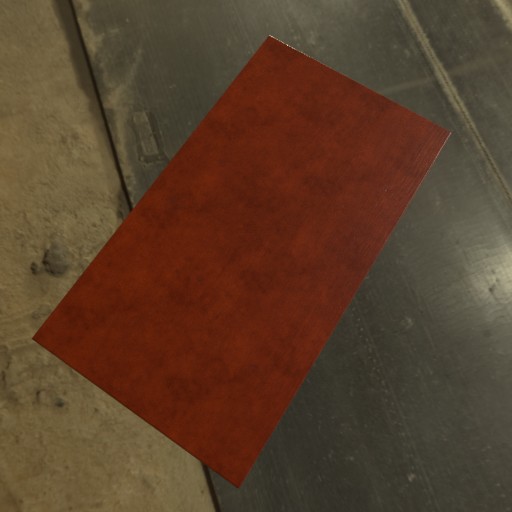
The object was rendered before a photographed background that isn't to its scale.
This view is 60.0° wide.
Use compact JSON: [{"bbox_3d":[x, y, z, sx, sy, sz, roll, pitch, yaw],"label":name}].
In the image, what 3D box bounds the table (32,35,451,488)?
[{"bbox_3d":[0.000,0.000,1.233,0.533,0.456,0.943,32,76,9],"label":"table"}]
